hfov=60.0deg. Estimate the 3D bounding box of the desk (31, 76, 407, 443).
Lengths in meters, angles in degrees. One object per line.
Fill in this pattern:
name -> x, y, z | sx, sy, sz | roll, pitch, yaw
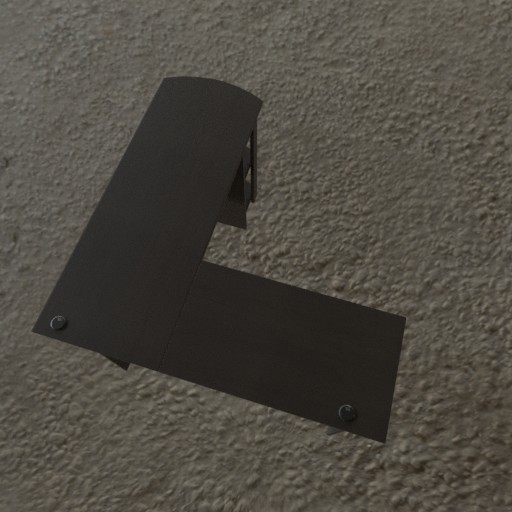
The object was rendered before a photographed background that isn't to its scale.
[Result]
desk -> 0.000, 0.000, 2.131 | 1.303, 0.716, 1.361 | 15, 66, 7
